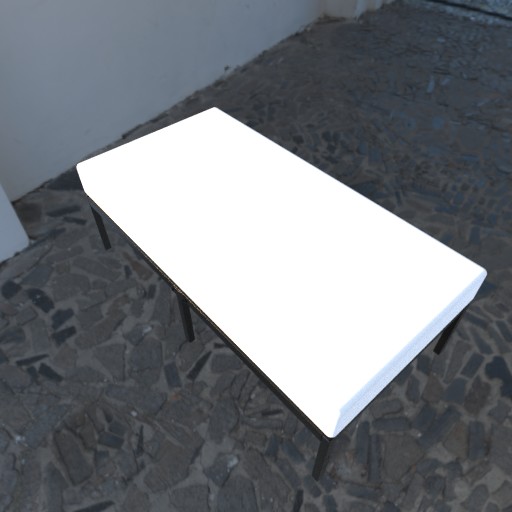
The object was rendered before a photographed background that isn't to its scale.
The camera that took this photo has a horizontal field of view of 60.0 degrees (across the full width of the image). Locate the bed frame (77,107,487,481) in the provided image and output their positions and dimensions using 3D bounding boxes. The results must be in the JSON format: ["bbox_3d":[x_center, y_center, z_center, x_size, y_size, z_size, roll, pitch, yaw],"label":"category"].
[{"bbox_3d":[0.000,0.000,2.443,1.023,0.659,1.950,-33,55,-27],"label":"bed frame"}]
